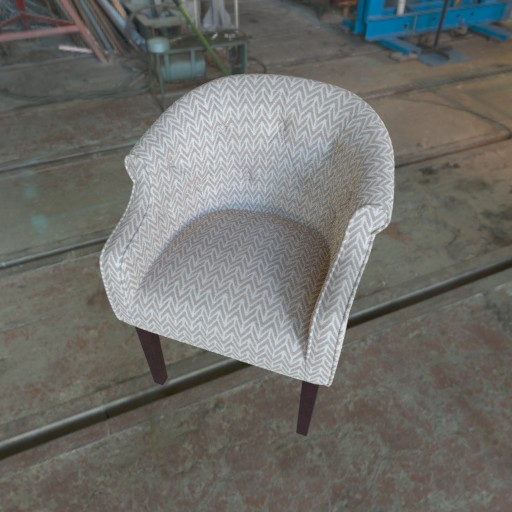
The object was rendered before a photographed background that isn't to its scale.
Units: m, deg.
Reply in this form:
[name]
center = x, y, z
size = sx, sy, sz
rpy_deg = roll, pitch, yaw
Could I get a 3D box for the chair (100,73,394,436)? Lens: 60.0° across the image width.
[chair]
center = 0.000, 0.000, 1.297
size = 0.686, 0.858, 0.613
rpy_deg = 14, 44, 15
